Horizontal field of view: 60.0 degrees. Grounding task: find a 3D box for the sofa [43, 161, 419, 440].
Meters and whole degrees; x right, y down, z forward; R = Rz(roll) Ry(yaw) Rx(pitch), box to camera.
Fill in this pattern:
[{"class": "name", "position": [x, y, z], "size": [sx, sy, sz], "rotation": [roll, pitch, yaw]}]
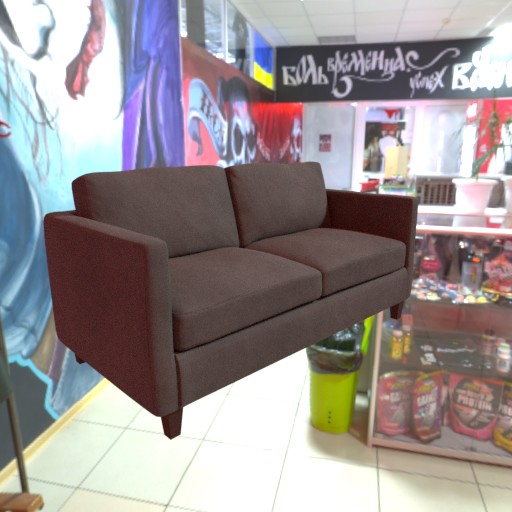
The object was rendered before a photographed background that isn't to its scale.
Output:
[{"class": "sofa", "position": [0.000, 0.000, 2.410], "size": [1.884, 0.963, 0.950], "rotation": [-13, 19, -42]}]
